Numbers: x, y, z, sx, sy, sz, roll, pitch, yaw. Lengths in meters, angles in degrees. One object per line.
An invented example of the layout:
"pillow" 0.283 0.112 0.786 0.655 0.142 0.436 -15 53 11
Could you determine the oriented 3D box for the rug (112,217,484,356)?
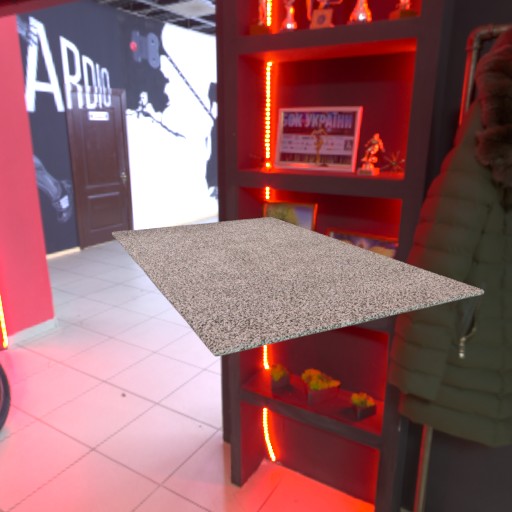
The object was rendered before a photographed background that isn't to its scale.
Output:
"rug" 0.000 0.000 3.513 1.778 0.030 2.743 -8 17 -26
